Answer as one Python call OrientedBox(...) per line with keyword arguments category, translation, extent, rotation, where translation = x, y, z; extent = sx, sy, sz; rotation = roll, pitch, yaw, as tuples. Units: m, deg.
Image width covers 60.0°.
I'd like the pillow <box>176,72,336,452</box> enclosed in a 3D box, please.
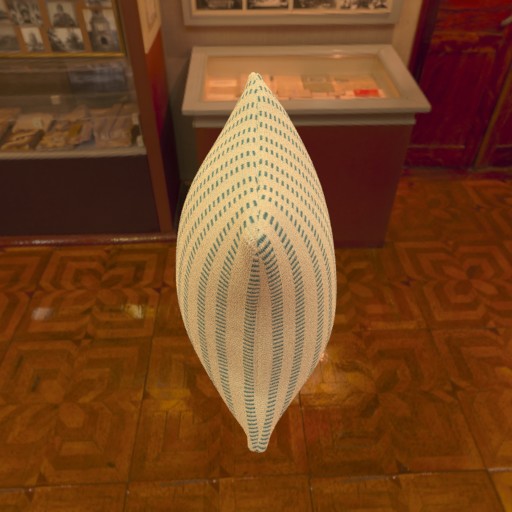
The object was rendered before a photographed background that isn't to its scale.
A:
OrientedBox(category="pillow", translation=(0.000, 0.000, 0.692), extent=(0.247, 0.419, 0.438), rotation=(0, 41, 0))
